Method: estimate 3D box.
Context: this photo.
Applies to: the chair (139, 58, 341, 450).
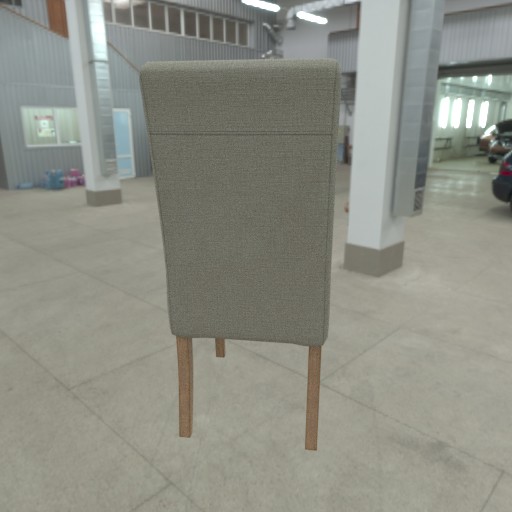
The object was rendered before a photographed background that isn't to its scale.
[{"bbox_3d":[0.000,0.000,1.350,0.450,1.033,0.611,2,17,8],"label":"chair"}]
